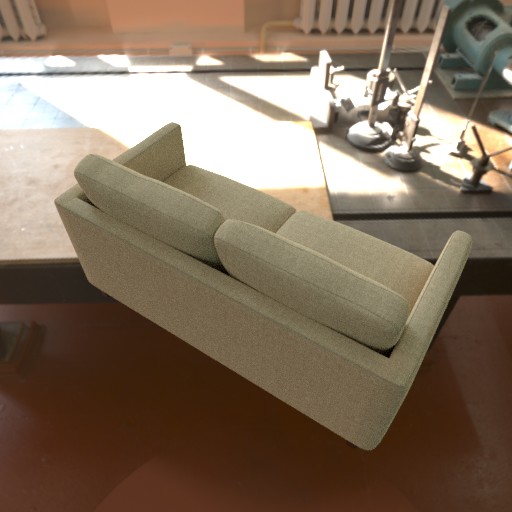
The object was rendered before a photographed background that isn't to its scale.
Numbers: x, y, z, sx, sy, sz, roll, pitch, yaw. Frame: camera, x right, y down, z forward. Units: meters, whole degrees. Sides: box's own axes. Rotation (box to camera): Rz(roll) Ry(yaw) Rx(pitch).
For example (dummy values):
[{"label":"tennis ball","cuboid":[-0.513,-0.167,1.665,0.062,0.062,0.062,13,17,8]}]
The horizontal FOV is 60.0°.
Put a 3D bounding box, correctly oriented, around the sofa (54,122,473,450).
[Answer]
[{"label":"sofa","cuboid":[0.000,0.000,2.353,1.884,0.963,0.950,26,52,22]}]
